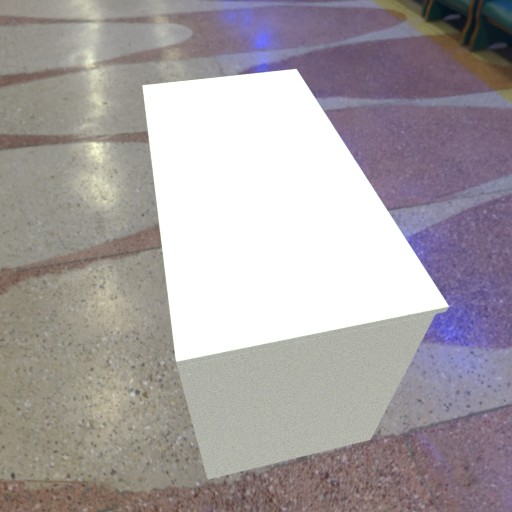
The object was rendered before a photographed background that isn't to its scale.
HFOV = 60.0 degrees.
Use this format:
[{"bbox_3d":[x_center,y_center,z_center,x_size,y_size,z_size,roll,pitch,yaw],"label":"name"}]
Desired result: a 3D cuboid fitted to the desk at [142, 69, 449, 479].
[{"bbox_3d":[0.000,0.000,1.497,0.560,0.730,1.100,-10,48,-9],"label":"desk"}]
